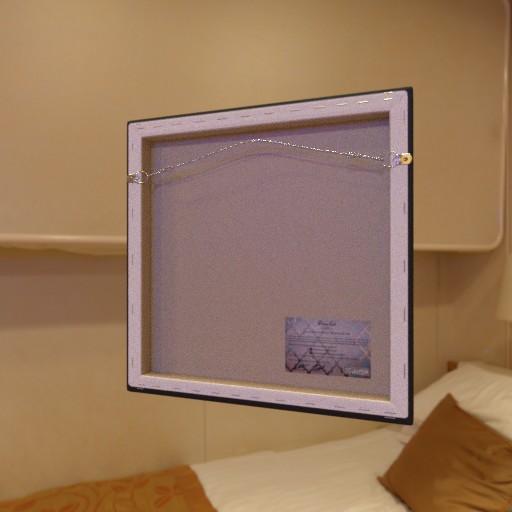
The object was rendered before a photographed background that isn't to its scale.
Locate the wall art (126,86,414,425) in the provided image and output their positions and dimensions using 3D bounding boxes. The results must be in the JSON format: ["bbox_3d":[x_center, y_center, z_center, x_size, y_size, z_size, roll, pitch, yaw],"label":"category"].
[{"bbox_3d":[0.000,0.000,0.911,0.610,0.611,0.043,0,0,20],"label":"wall art"}]
